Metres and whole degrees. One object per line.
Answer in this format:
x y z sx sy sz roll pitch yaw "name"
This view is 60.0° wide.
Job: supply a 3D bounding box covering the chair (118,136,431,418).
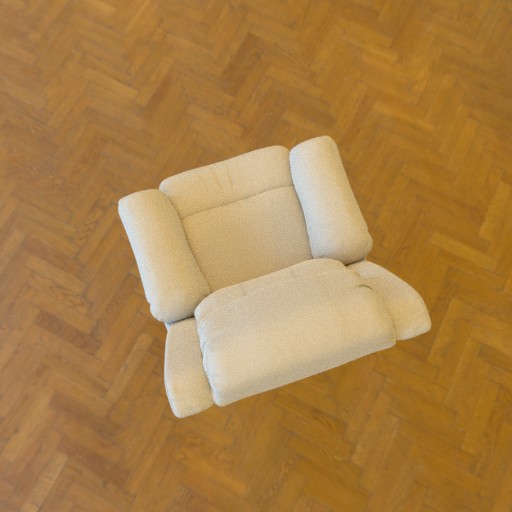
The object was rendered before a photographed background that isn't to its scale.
0.000 0.000 1.286 0.680 0.702 0.709 -18 76 -5 "chair"
